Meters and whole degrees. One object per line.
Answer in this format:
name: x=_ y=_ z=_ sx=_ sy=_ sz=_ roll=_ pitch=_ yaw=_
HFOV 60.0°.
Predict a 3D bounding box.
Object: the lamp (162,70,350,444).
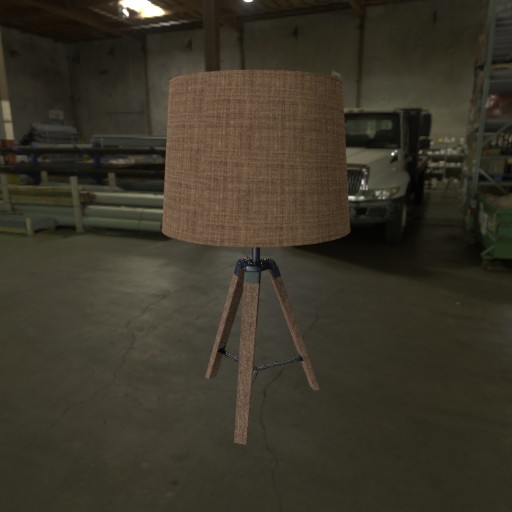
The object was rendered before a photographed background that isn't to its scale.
lamp: x=0.000 y=0.000 z=0.705 sx=0.290 sy=0.514 sz=0.290 roll=0 pitch=14 yaw=0
